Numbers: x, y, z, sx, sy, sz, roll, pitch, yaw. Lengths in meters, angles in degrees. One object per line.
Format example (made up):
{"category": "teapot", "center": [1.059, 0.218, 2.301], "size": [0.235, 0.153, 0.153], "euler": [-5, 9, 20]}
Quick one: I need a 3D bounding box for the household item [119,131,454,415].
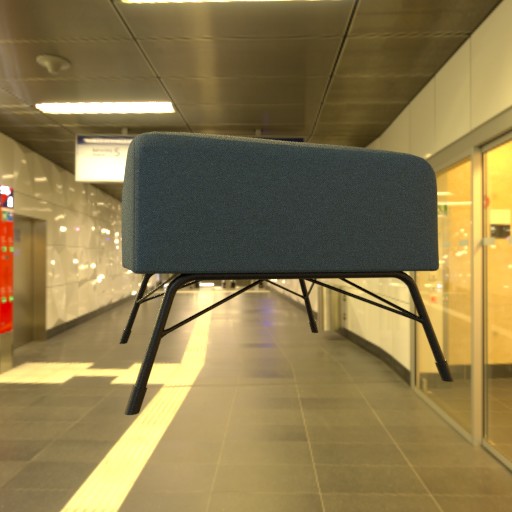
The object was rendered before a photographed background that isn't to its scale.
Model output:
{"category": "household item", "center": [0.000, 0.000, 0.910], "size": [0.530, 0.420, 0.530], "euler": [0, 0, -18]}
